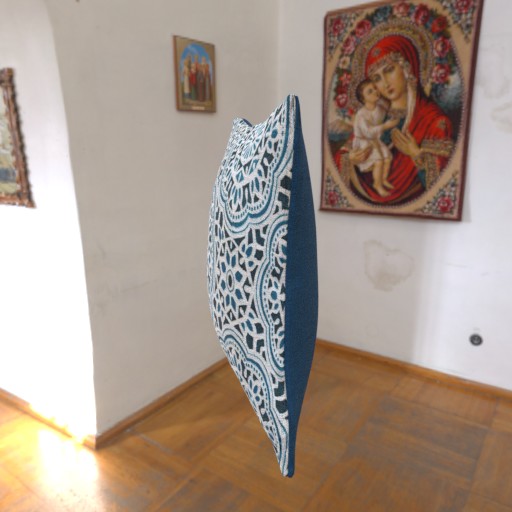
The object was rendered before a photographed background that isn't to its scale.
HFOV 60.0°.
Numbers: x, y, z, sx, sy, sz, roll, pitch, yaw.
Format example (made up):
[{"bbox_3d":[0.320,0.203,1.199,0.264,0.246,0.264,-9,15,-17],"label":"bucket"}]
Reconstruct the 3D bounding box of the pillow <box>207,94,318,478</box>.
[{"bbox_3d":[0.000,0.000,0.663,0.145,0.420,0.440,-3,15,-9],"label":"pillow"}]
